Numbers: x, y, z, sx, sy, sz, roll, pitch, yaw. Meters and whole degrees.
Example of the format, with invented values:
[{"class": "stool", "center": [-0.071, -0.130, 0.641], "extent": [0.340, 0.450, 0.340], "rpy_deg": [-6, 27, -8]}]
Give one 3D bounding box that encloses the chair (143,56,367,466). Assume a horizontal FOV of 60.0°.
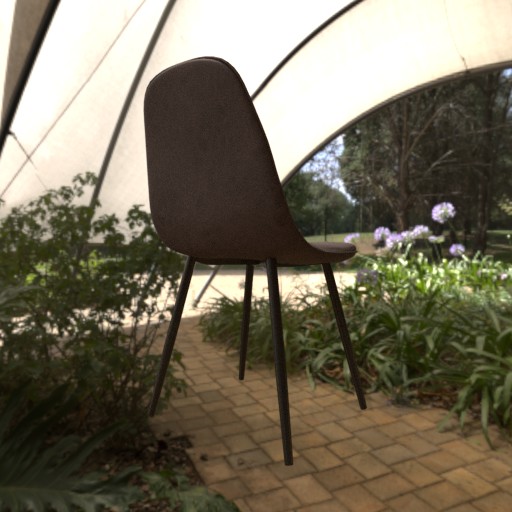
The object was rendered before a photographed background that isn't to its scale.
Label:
[{"class": "chair", "center": [0.000, 0.000, 1.228], "extent": [0.472, 0.889, 0.561], "rpy_deg": [2, 3, 37]}]
